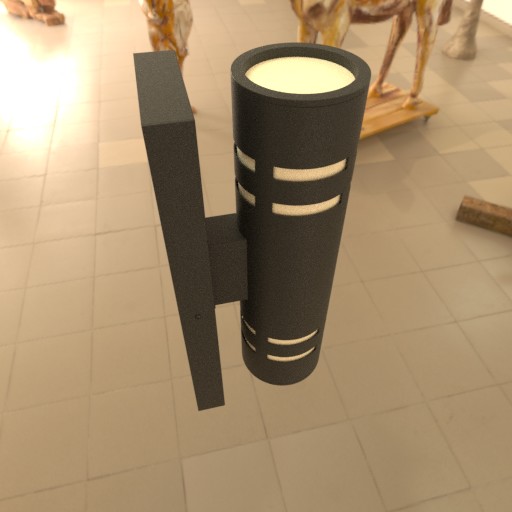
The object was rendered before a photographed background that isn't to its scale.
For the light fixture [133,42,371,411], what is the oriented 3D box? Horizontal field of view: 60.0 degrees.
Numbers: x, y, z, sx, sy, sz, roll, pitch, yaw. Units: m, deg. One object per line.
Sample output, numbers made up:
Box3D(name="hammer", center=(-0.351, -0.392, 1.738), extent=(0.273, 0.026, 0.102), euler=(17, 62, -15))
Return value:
Box3D(name="light fixture", center=(0.000, 0.000, 0.399), extent=(0.149, 0.330, 0.105), euler=(-10, 46, -9))
